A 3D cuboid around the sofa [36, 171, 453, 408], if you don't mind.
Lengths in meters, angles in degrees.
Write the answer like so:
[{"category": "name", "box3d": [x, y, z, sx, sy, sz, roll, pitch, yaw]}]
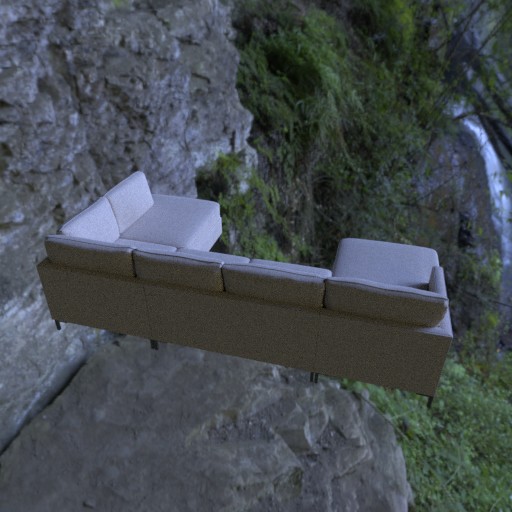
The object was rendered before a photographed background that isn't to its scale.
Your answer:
[{"category": "sofa", "box3d": [0.000, 0.000, 4.342, 3.423, 0.996, 2.021, 8, 33, 13]}]
